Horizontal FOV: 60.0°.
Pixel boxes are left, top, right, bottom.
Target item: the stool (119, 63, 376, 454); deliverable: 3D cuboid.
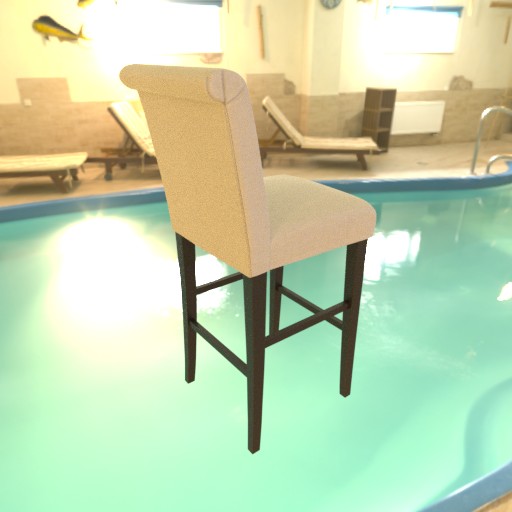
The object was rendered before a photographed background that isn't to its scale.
[{"bbox_3d":[0.000,0.000,1.411,0.597,1.124,0.452,-18,30,-33],"label":"stool"}]
